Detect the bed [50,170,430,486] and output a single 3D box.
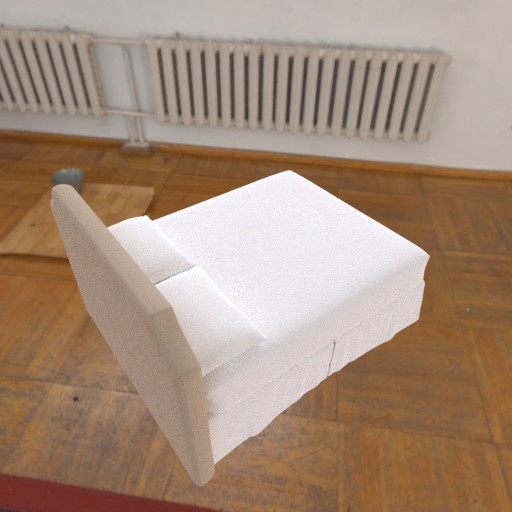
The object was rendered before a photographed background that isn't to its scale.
[{"bbox_3d":[0.000,0.000,3.252,2.204,1.301,1.828,-26,46,-28],"label":"bed"}]
